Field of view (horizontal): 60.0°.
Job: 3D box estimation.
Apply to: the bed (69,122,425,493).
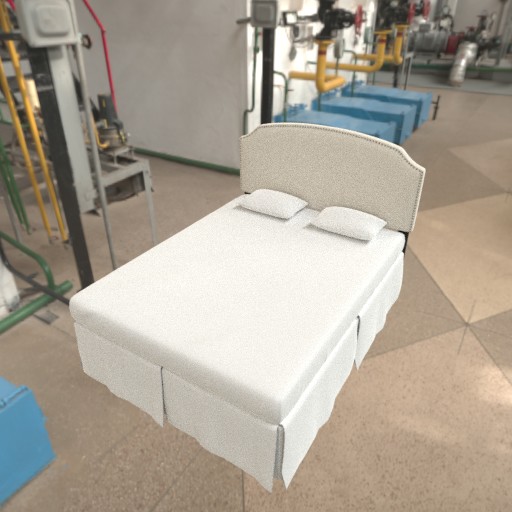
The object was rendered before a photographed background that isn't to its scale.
[{"bbox_3d":[0.000,0.000,2.916,1.558,1.270,1.999,18,35,27],"label":"bed"}]
